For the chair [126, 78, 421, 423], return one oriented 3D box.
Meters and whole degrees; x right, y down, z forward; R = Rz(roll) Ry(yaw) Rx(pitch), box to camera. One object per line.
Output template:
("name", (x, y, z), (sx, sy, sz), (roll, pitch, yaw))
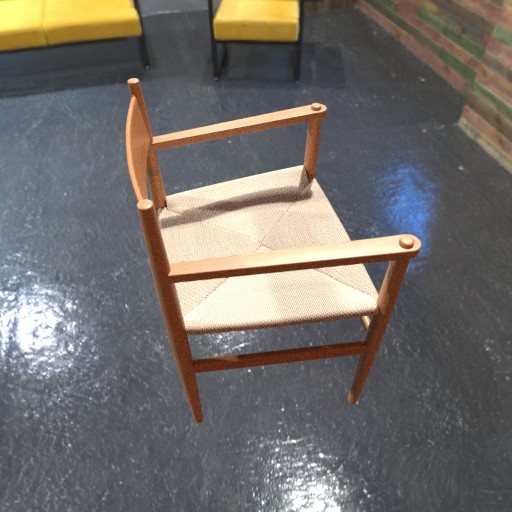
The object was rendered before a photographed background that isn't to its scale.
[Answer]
("chair", (0.000, 0.000, 1.115), (0.495, 0.762, 0.556), (-10, 47, -9))
